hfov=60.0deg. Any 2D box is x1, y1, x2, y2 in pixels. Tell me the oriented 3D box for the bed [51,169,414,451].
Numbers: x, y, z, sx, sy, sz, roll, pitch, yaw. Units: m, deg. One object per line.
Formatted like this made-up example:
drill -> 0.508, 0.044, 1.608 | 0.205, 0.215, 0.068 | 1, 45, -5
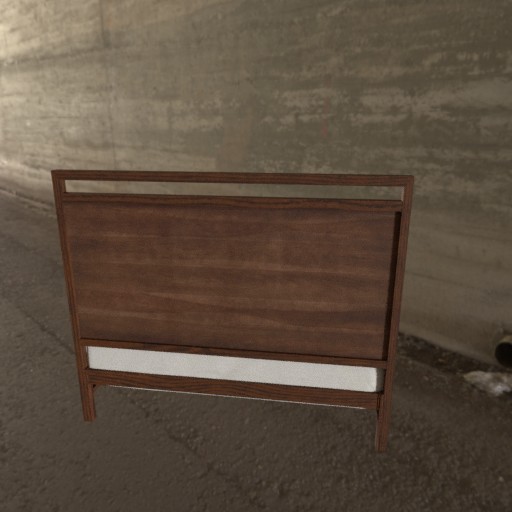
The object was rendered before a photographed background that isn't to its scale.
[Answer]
bed -> 0.000, 0.000, 3.371 | 1.765, 1.487, 2.218 | 2, 17, 8
